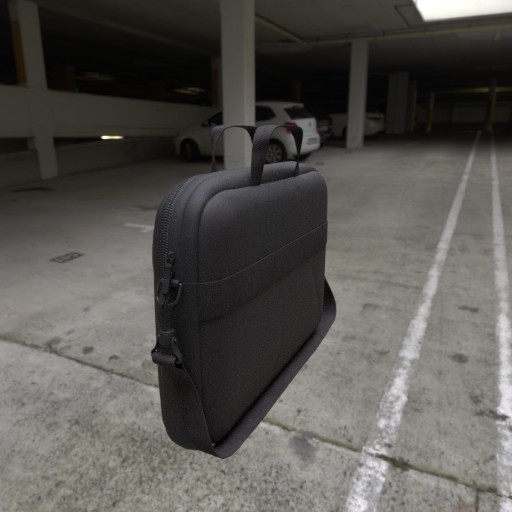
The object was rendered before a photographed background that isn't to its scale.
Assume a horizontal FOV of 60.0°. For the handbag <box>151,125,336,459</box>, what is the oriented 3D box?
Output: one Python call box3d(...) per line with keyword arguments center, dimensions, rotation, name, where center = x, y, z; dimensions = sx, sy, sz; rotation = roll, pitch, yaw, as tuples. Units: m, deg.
box3d(center=(0.000, 0.000, 0.432), dimensions=(0.089, 0.244, 0.320), rotation=(7, 17, 25), name="handbag")
